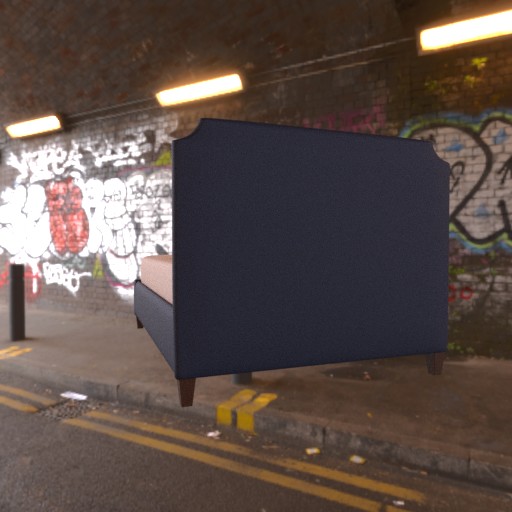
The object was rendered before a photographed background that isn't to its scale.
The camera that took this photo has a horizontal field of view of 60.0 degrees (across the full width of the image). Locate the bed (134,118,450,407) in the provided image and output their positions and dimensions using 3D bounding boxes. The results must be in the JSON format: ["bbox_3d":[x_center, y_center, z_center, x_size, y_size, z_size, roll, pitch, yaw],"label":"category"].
[{"bbox_3d":[0.000,0.000,3.523,1.712,1.443,2.372,0,1,-20],"label":"bed"}]
